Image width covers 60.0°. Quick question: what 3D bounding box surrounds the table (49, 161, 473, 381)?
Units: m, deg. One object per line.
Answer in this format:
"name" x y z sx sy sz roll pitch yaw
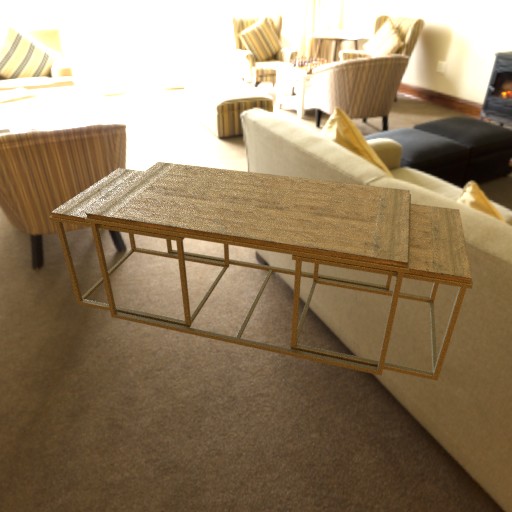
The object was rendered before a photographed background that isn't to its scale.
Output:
"table" 0.000 0.000 1.575 1.312 0.427 0.489 9 34 14
